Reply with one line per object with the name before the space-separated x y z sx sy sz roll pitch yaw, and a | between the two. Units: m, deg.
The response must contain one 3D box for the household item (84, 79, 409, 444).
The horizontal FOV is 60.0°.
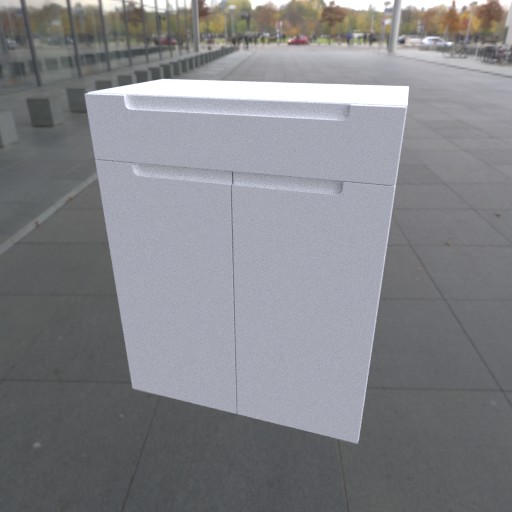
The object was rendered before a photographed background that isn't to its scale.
household item | 0.000 0.000 1.428 0.790 1.010 0.420 8 28 16
